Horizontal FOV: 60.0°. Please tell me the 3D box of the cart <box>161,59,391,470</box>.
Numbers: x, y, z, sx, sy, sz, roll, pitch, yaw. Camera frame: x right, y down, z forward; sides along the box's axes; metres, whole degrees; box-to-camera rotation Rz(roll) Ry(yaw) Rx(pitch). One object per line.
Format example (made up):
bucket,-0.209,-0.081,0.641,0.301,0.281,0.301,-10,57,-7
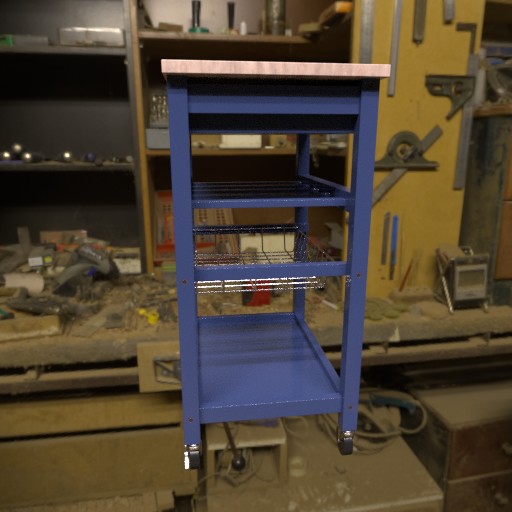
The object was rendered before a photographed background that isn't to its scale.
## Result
cart,0.000,0.000,1.144,0.403,0.839,0.584,-2,15,-7
